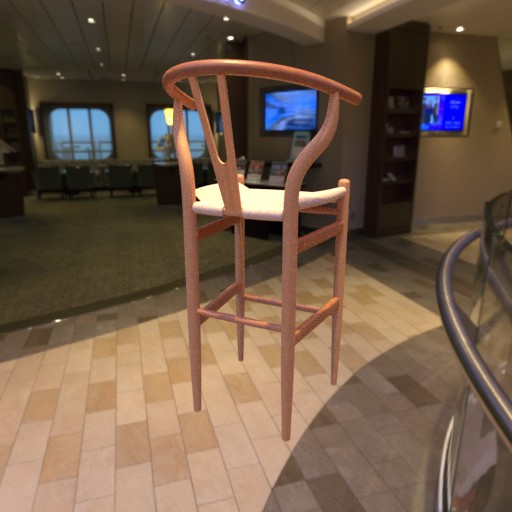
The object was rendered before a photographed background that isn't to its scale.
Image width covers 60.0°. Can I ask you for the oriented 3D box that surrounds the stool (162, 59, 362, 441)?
[{"bbox_3d":[0.000,0.000,1.392,0.574,1.068,0.561,8,17,26],"label":"stool"}]
